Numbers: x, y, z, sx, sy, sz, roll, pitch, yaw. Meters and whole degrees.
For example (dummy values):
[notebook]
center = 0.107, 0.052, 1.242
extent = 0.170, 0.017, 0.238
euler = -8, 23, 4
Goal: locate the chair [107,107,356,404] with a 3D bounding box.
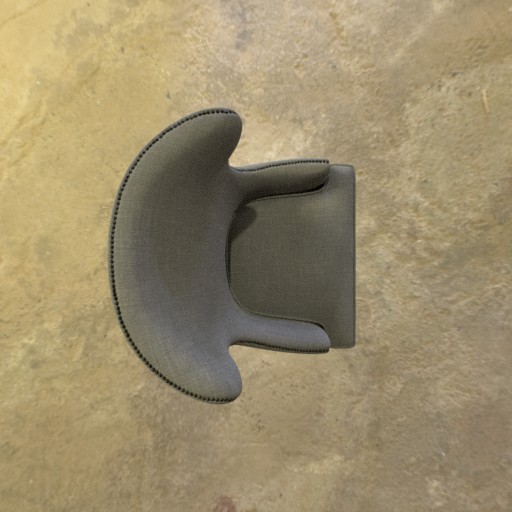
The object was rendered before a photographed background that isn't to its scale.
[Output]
[chair]
center = 0.000, 0.000, 1.846
extent = 0.883, 1.176, 0.864
euler = 0, 90, -1
